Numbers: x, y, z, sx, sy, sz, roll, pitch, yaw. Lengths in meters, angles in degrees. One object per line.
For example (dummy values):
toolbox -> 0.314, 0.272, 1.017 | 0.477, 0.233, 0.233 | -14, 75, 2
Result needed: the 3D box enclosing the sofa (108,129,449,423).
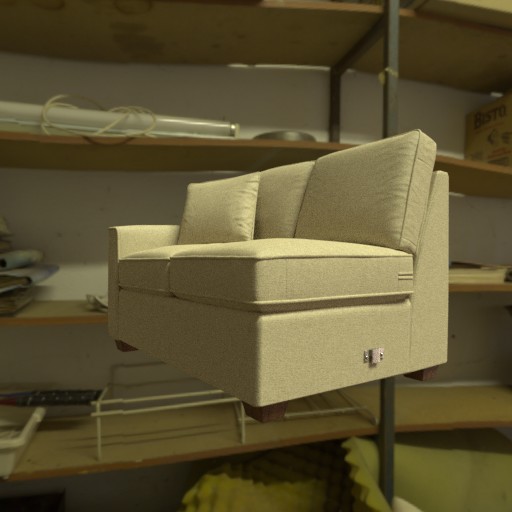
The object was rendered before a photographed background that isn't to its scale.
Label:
sofa -> 0.000, 0.000, 2.061 | 0.991, 0.989, 1.388 | 0, 0, -36
